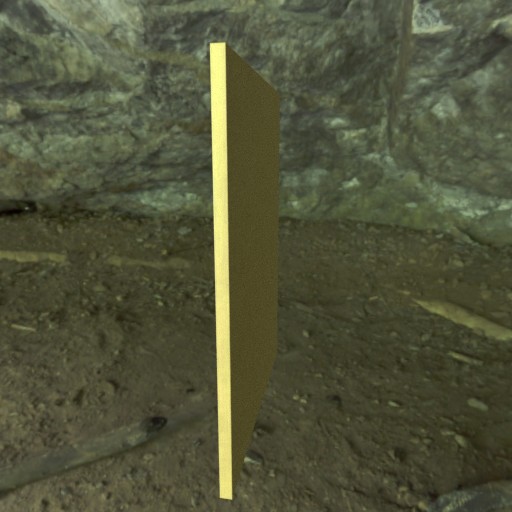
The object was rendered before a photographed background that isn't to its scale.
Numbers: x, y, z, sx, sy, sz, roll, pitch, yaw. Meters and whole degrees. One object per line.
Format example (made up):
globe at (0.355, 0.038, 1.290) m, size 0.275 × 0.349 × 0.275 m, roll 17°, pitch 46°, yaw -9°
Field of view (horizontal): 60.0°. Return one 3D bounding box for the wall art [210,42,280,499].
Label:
wall art at (0.000, 0.000, 1.322) m, size 0.030 × 1.002 × 0.798 m, roll 2°, pitch 14°, yaw 10°
